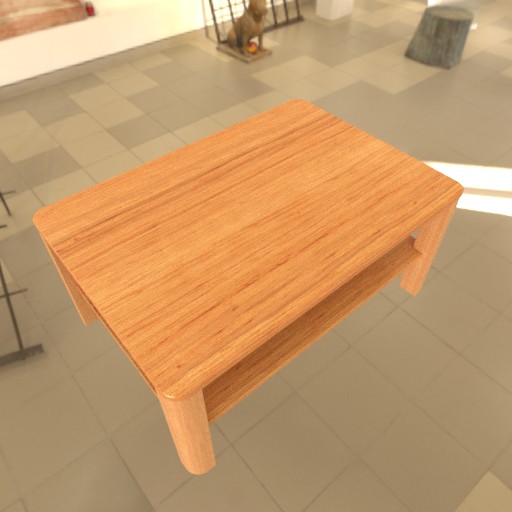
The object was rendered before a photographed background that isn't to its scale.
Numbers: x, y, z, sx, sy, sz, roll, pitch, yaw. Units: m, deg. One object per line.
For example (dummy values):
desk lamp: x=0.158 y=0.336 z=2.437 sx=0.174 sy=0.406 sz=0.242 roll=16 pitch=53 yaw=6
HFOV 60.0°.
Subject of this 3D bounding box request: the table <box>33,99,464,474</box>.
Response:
table: x=0.000 y=0.000 z=1.375 sx=0.997 sy=0.445 sz=0.696 roll=-32 pitch=54 yaw=-26
